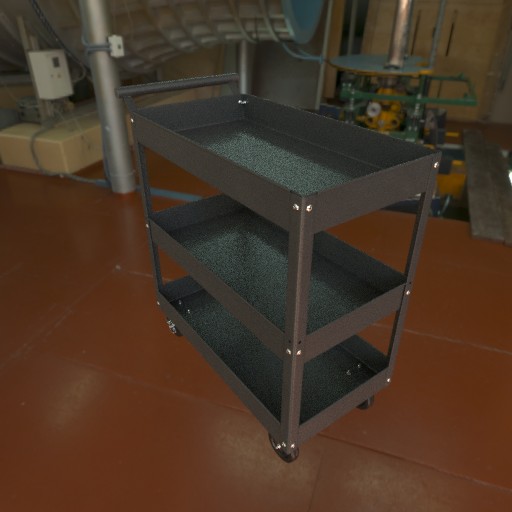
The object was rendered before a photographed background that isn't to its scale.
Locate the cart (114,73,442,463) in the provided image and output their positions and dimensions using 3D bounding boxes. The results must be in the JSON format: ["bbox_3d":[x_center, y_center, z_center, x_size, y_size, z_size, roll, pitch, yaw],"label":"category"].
[{"bbox_3d":[0.000,0.000,1.167,0.366,0.780,0.719,-21,37,-30],"label":"cart"}]
